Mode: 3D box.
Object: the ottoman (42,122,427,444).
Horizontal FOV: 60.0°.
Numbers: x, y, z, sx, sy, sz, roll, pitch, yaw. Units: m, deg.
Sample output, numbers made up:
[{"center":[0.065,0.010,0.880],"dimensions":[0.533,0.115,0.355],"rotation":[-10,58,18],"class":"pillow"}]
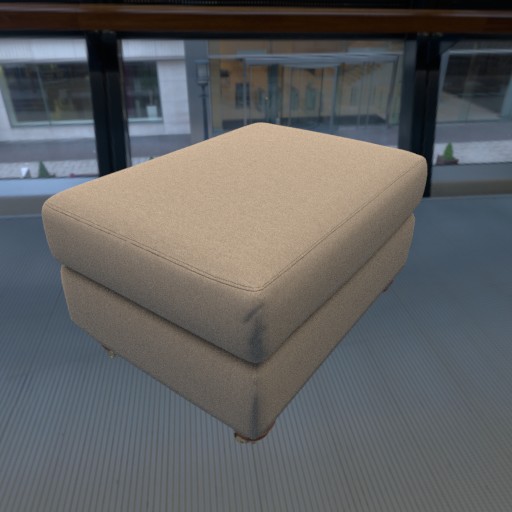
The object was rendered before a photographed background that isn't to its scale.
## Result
[{"center":[0.000,0.000,1.112],"dimensions":[0.574,0.497,0.773],"rotation":[21,37,30],"class":"ottoman"}]
